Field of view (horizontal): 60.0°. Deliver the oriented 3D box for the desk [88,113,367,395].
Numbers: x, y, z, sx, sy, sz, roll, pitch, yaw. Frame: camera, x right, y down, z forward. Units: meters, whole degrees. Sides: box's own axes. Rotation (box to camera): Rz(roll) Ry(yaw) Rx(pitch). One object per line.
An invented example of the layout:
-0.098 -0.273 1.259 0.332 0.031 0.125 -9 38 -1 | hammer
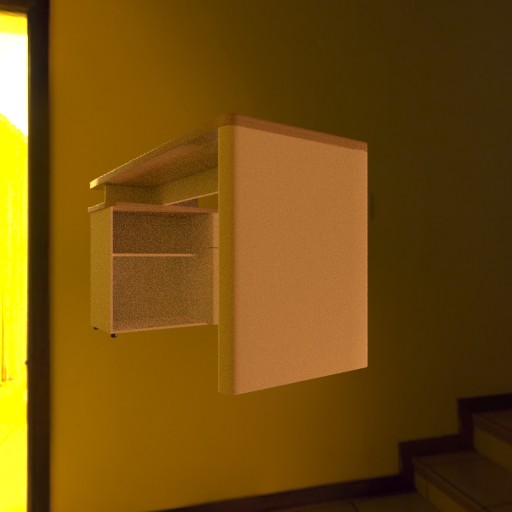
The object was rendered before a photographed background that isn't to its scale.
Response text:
0.000 0.000 2.098 1.175 0.770 1.400 0 0 -35 | desk
